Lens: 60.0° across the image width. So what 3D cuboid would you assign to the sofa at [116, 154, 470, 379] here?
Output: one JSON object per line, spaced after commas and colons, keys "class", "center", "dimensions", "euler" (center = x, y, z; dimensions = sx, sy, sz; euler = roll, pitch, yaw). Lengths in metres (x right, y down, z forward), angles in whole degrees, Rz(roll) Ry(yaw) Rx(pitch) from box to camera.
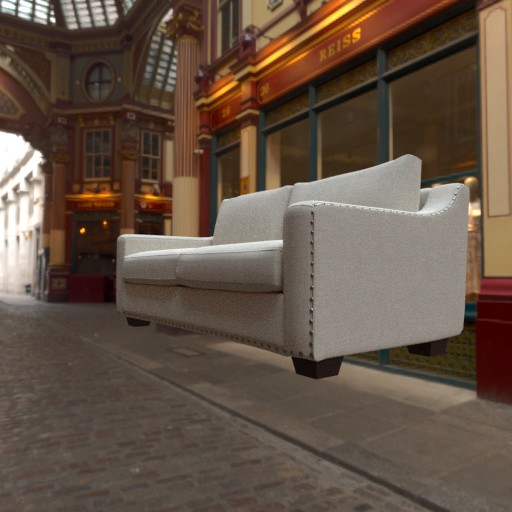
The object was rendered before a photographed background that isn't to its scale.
{"class": "sofa", "center": [0.000, 0.000, 2.716], "dimensions": [1.104, 0.983, 2.107], "euler": [1, -2, -36]}
